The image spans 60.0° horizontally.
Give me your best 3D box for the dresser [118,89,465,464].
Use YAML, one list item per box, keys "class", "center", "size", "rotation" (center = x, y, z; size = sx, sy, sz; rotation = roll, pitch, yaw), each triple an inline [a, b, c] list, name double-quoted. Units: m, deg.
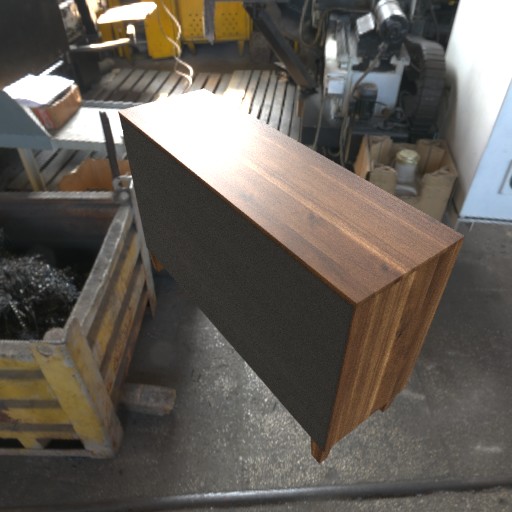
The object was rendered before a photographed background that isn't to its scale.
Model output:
- class: "dresser"
  center: [0.000, 0.000, 1.853]
  size: [0.438, 0.892, 1.387]
  rotation: [-26, 47, -27]
